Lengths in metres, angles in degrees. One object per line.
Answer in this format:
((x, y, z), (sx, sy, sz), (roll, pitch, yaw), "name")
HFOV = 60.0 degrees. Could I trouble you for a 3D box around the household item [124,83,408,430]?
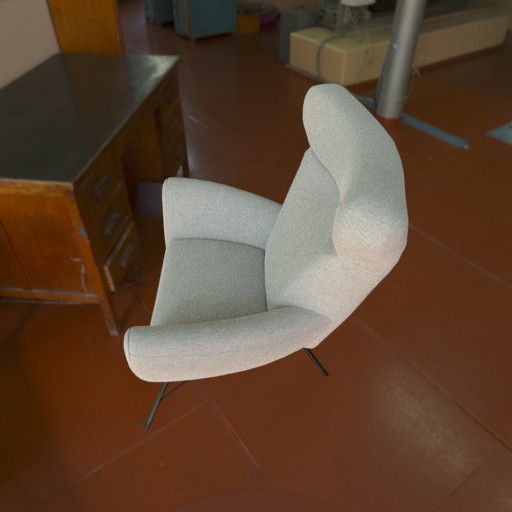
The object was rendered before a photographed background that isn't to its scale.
((0.000, 0.000, 1.708), (0.900, 1.050, 0.980), (-1, 41, -1), "household item")
